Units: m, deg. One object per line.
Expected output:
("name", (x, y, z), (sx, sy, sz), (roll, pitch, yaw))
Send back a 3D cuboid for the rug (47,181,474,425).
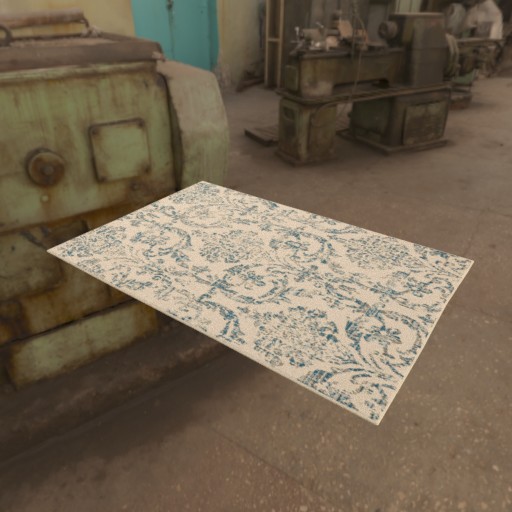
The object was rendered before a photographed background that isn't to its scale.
("rug", (0.000, 0.000, 2.272), (1.831, 0.012, 1.213), (21, 37, 30))
